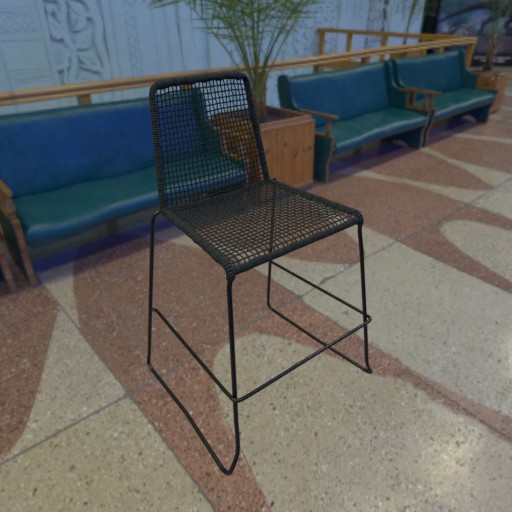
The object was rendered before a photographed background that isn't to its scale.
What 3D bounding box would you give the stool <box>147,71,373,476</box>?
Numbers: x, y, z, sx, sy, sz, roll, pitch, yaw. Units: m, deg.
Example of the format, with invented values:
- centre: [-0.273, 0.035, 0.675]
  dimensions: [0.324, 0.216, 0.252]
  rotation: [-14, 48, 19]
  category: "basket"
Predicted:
- centre: [0.000, 0.000, 1.248]
  dimensions: [0.590, 0.905, 0.509]
  rotation: [-22, 37, -33]
  category: "stool"
